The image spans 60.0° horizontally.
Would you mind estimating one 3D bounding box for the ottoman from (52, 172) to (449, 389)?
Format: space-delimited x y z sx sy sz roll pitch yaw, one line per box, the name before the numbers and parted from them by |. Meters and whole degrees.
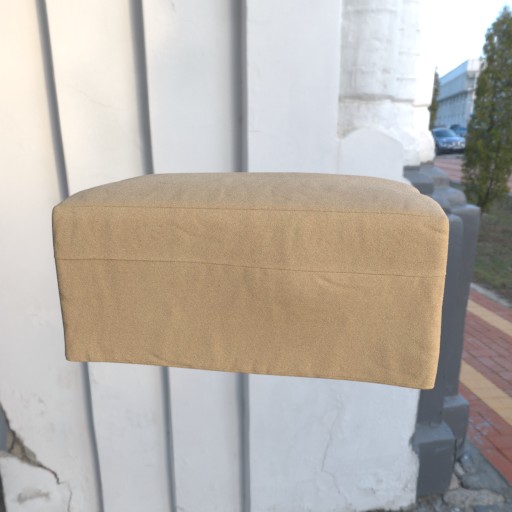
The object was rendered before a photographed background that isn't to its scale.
ottoman | 0.000 0.000 1.214 0.872 0.444 0.590 2 16 8
